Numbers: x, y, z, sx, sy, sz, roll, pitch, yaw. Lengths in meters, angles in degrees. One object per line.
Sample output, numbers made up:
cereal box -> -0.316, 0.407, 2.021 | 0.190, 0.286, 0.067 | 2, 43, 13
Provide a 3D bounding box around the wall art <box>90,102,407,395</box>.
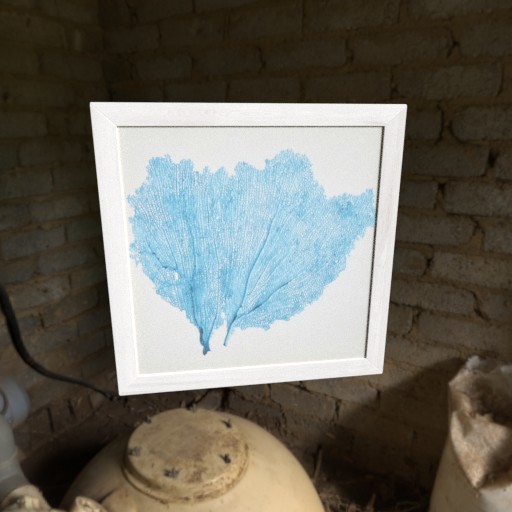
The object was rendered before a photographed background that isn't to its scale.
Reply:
wall art -> 0.000, 0.000, 0.897 | 0.584, 0.584, 0.013 | -2, 17, -8
